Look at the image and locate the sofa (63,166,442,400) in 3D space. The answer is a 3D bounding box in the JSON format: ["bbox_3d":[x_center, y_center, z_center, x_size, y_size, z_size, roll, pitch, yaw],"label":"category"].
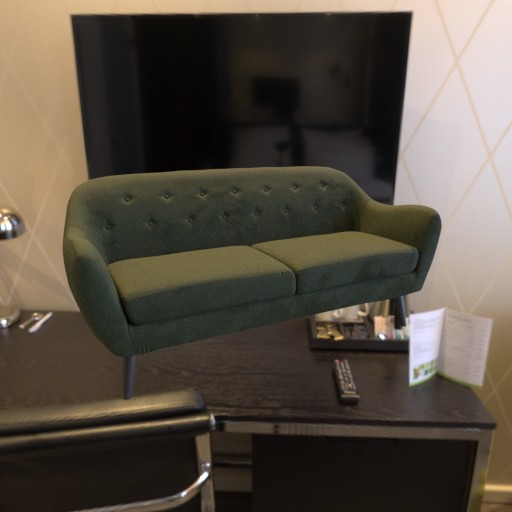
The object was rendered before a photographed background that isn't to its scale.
[{"bbox_3d":[0.000,0.000,2.310,1.840,0.836,0.820,-8,18,-26],"label":"sofa"}]
